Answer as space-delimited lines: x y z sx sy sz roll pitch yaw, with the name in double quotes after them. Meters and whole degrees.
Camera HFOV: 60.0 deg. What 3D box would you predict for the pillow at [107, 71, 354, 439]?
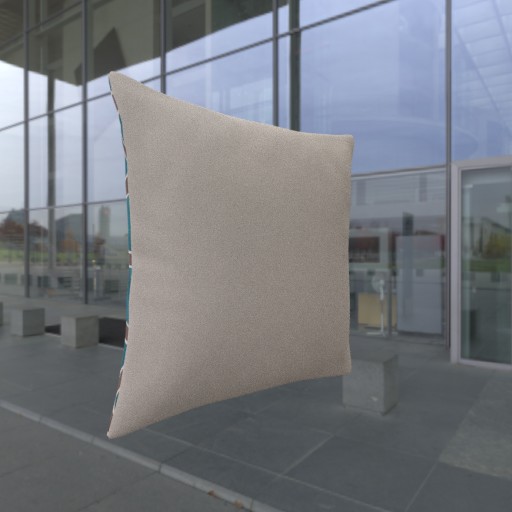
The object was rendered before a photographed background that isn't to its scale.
0.000 0.000 0.776 0.526 0.507 0.166 0 0 -39 "pillow"
